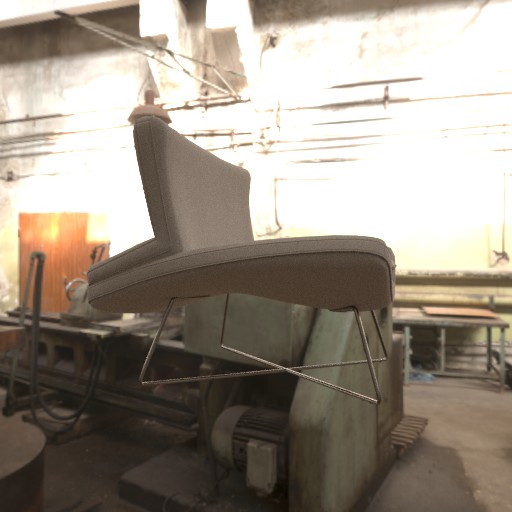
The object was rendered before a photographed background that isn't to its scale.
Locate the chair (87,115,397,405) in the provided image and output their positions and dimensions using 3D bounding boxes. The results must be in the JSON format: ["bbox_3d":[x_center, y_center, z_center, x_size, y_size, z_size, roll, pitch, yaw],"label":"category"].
[{"bbox_3d":[0.000,0.000,1.673,1.008,0.855,0.859,0,-1,18],"label":"chair"}]
